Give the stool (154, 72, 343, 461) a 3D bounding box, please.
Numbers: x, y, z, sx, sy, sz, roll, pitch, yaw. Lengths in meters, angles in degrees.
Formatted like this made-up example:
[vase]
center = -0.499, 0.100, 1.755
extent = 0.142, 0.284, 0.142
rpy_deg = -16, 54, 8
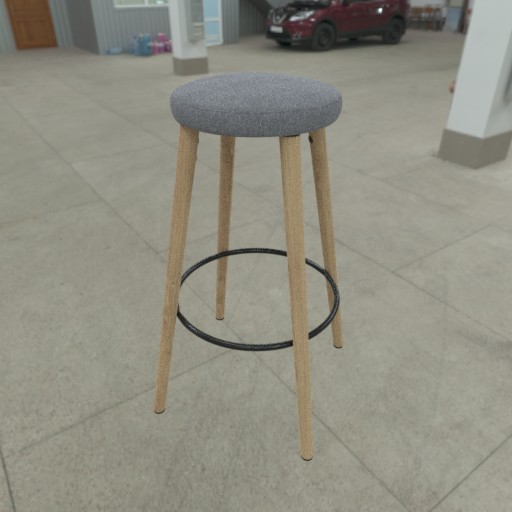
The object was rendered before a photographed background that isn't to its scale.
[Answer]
[stool]
center = 0.000, 0.000, 1.016
extent = 0.410, 0.770, 0.410
rpy_deg = 11, 33, 17
